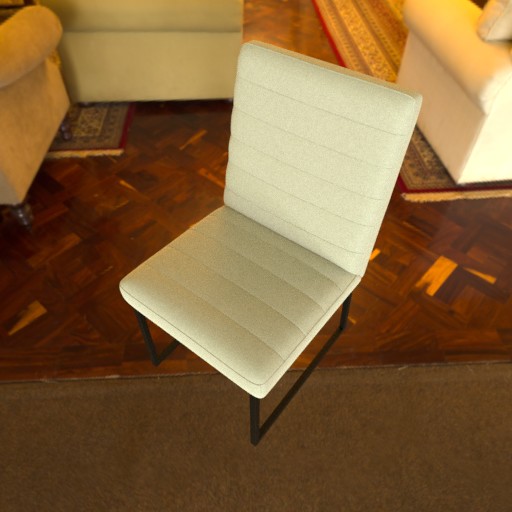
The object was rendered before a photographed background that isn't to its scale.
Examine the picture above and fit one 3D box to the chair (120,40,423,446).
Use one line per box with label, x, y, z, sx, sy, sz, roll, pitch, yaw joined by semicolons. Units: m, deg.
chair;0.000;0.000;1.288;0.520;0.930;0.634;30;54;25
